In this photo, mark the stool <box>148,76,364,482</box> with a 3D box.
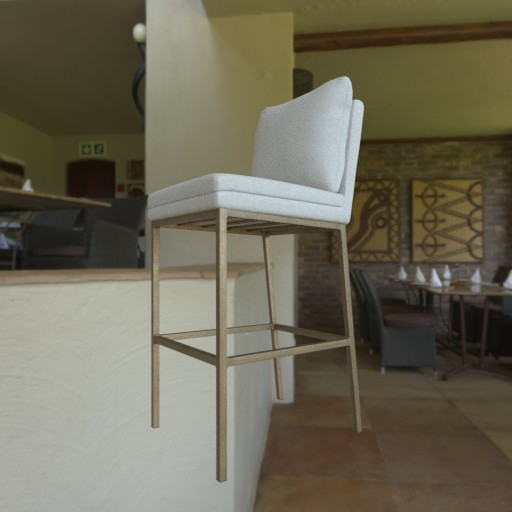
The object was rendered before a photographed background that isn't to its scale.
[{"bbox_3d":[0.000,0.000,1.441,0.572,1.125,0.463,0,0,-36],"label":"stool"}]
